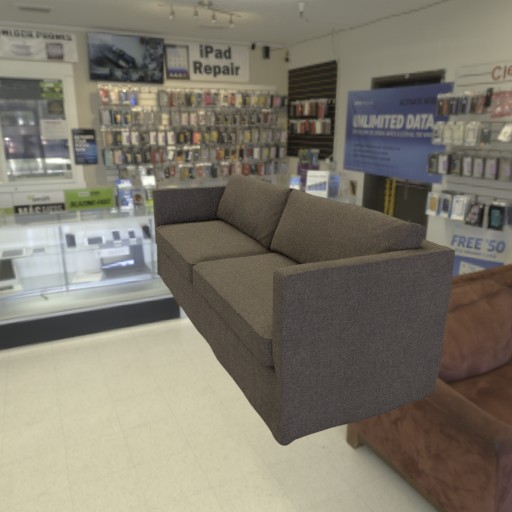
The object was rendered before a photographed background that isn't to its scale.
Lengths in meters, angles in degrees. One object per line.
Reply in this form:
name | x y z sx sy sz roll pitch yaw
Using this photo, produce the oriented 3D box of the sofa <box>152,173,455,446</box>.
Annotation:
sofa | 0.000 0.000 3.346 1.036 0.998 2.779 -7 18 -23
